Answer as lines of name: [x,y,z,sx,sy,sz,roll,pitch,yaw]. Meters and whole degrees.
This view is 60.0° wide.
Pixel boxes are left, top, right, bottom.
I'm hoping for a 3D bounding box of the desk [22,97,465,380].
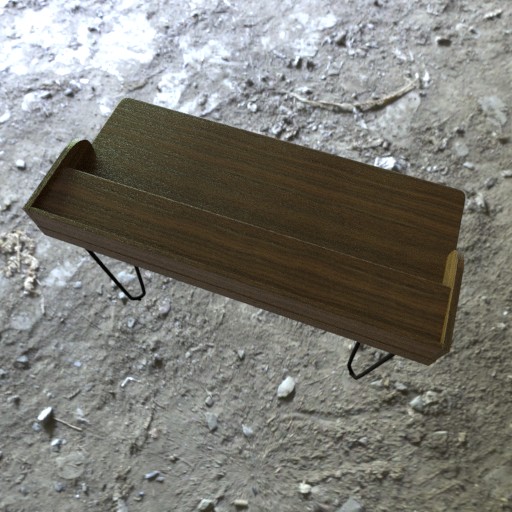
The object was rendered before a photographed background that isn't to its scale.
desk: [0.000,0.000,1.657,1.200,0.854,0.565,18,65,9]
